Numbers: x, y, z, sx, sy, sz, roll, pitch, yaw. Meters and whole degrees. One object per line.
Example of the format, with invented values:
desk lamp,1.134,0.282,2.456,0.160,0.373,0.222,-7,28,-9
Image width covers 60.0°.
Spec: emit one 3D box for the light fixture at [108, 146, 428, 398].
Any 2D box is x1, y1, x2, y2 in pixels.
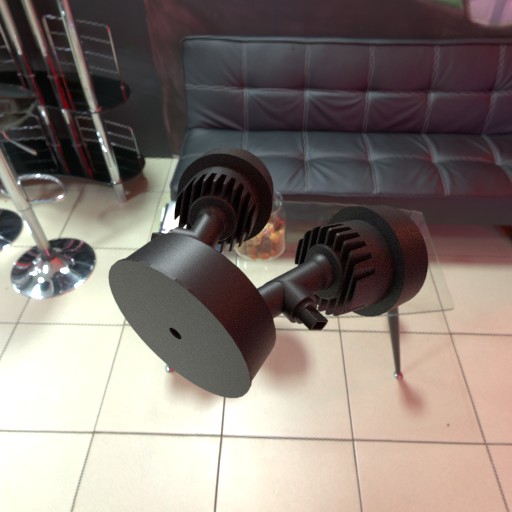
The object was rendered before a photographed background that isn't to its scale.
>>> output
light fixture,0.000,0.000,0.314,0.213,0.120,0.168,26,52,23
